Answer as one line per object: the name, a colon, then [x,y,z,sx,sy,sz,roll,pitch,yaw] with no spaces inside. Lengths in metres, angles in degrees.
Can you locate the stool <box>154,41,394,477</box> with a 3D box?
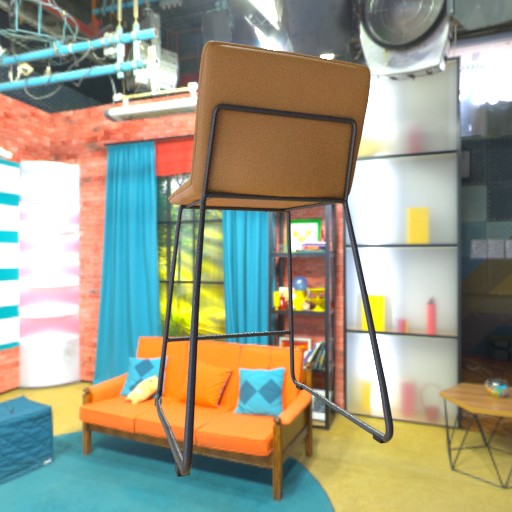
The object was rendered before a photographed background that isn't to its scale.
stool: [0.000,0.000,1.166,0.489,0.866,0.524,0,0,-19]
